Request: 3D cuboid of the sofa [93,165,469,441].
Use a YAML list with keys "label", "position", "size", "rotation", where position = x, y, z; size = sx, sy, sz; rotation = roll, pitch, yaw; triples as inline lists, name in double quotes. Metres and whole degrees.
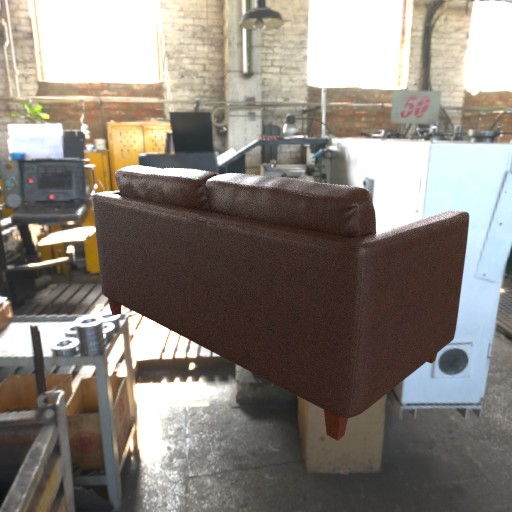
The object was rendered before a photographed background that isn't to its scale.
- label: "sofa"
  position: [0.000, 0.000, 2.409]
  size: [1.883, 0.933, 0.951]
  rotation: [15, 21, 43]
